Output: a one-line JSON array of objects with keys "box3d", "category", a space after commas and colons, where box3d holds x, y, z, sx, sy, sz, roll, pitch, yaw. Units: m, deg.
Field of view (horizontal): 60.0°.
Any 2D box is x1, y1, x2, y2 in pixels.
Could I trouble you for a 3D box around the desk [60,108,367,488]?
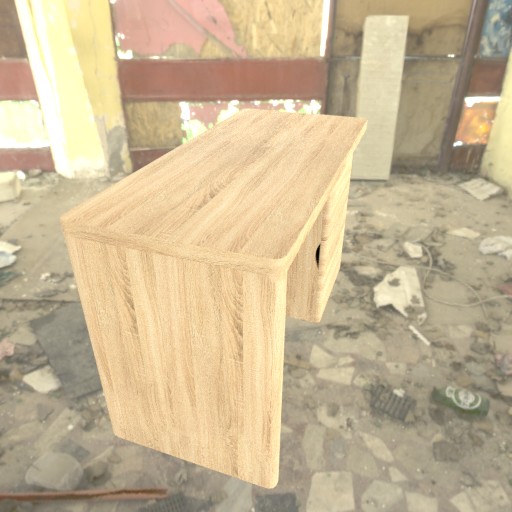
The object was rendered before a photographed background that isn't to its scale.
[{"box3d": [0.000, 0.000, 1.617, 0.550, 0.760, 1.200, 11, 32, 17], "category": "desk"}]
